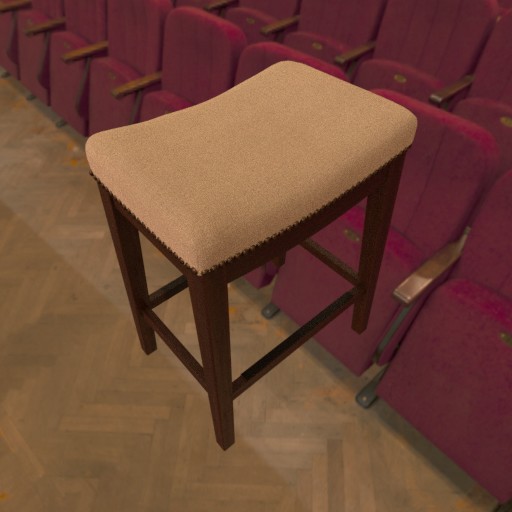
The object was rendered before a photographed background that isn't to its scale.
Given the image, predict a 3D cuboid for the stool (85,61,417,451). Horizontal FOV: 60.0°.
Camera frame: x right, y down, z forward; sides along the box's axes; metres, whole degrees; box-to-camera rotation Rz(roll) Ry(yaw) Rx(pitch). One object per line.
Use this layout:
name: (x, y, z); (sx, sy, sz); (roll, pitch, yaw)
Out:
stool: (0.000, 0.000, 0.983); (0.509, 0.669, 0.363); (-32, 54, -27)
